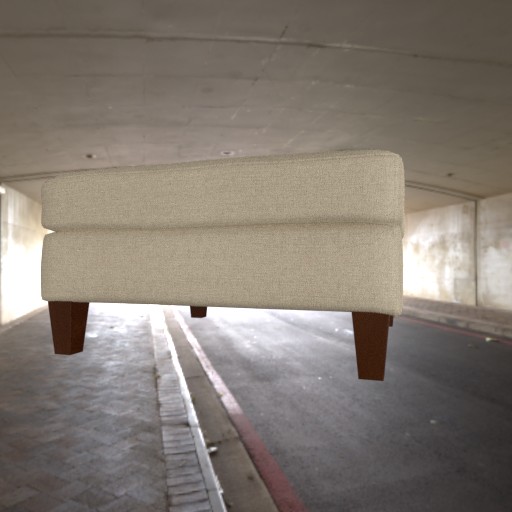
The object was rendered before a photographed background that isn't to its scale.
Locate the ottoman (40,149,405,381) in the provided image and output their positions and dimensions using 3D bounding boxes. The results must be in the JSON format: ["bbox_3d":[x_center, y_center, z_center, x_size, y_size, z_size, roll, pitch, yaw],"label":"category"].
[{"bbox_3d":[0.000,0.000,1.313,0.838,0.478,0.838,0,-1,18],"label":"ottoman"}]
